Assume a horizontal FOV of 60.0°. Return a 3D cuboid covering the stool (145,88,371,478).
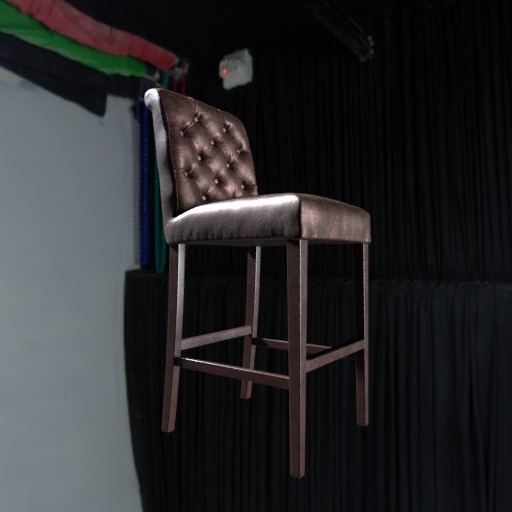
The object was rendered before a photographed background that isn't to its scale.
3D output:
[{"bbox_3d":[0.000,0.000,1.534,0.659,1.168,0.483,0,0,36],"label":"stool"}]
